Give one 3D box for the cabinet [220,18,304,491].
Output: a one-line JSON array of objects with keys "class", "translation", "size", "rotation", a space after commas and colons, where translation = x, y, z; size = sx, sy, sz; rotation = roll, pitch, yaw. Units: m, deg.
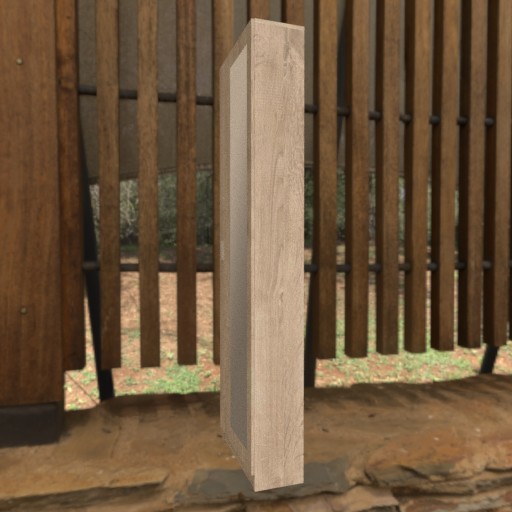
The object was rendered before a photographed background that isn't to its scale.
[{"class": "cabinet", "translation": [0.000, 0.000, 1.941], "size": [0.230, 1.790, 0.500], "rotation": [0, 1, -18]}]
